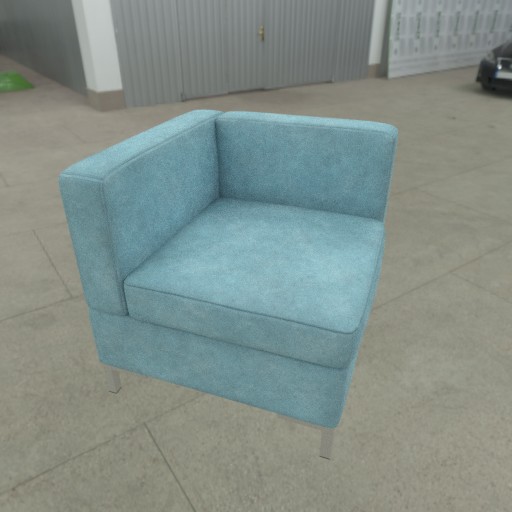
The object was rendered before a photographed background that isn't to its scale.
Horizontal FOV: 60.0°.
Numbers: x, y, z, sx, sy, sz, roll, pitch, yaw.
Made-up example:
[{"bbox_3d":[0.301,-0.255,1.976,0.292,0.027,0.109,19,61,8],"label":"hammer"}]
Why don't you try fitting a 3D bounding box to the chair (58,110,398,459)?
[{"bbox_3d":[0.000,0.000,1.255,0.684,0.660,0.691,10,32,17],"label":"chair"}]
